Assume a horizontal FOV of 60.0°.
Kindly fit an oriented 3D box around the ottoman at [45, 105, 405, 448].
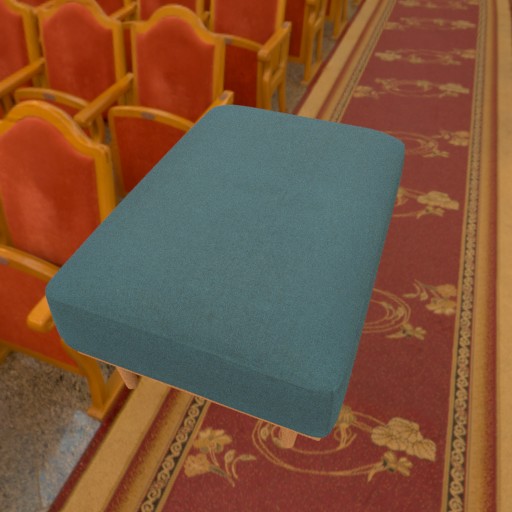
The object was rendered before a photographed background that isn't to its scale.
[{"bbox_3d":[0.000,0.000,1.044,0.549,0.428,0.749,15,47,14],"label":"ottoman"}]
